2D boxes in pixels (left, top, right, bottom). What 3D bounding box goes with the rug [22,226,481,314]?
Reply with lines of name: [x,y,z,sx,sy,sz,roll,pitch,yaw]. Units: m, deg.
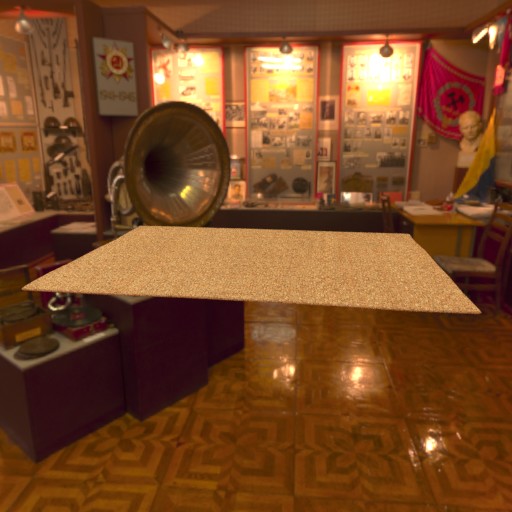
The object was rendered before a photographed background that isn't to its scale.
rug: [0.000,0.000,2.753,2.141,0.013,1.566,2,16,7]
